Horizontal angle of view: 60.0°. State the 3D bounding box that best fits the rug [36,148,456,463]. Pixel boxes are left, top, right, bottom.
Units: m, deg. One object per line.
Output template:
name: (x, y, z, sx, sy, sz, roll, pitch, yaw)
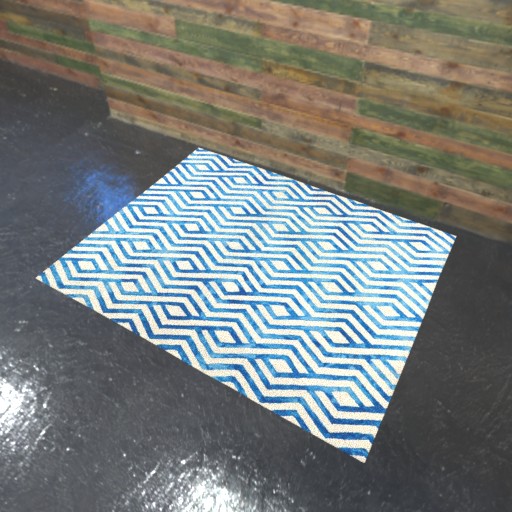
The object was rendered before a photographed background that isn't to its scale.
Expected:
rug: (0.000, 0.000, 4.092, 3.059, 0.008, 2.453, 23, 50, 21)
